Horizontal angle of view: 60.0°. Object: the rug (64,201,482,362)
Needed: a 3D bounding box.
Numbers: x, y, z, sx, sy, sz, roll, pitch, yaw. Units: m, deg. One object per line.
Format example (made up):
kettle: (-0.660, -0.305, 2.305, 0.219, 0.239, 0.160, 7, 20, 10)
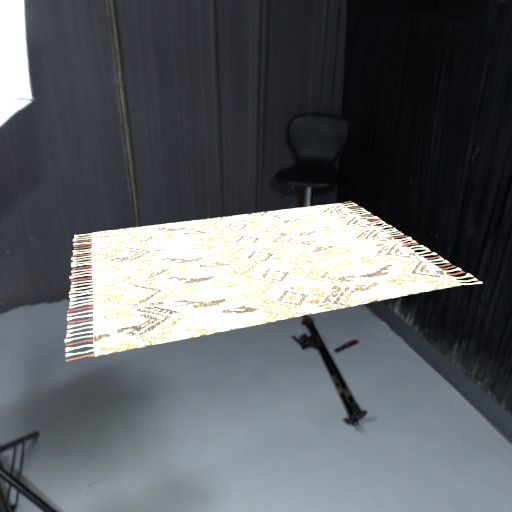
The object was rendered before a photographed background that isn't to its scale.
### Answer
rug: (0.000, 0.000, 2.315, 1.829, 0.008, 1.219, -8, 27, -17)
